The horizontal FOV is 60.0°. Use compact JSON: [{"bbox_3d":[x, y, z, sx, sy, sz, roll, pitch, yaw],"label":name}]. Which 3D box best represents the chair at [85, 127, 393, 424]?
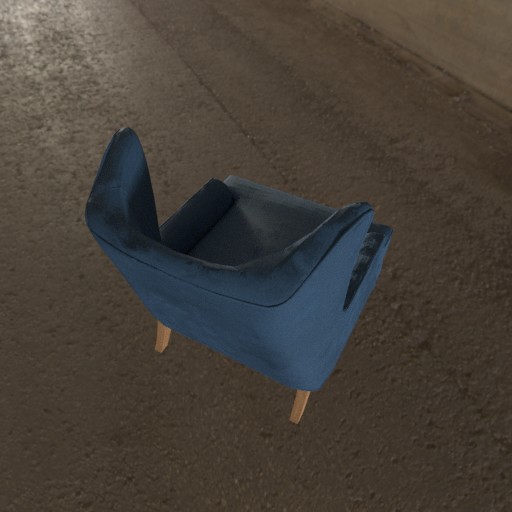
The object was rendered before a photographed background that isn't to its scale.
[{"bbox_3d":[0.000,0.000,1.605,0.793,0.952,0.910,21,49,20],"label":"chair"}]
